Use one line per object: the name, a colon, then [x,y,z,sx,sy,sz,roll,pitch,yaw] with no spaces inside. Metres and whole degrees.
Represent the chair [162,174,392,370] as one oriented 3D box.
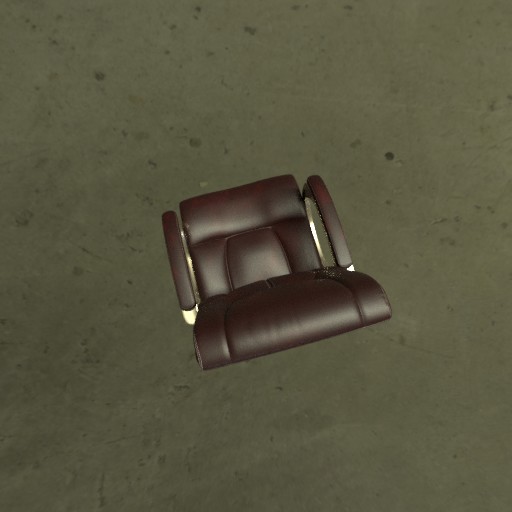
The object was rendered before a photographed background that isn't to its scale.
chair: [0.000,0.000,1.588,0.662,1.107,0.739,-14,75,-4]
